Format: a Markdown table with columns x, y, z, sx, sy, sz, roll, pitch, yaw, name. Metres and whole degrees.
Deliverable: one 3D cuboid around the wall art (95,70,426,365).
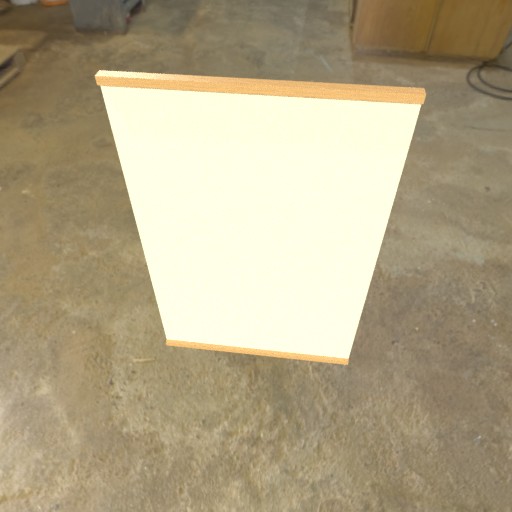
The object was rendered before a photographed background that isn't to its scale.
| x | y | z | sx | sy | sz | roll | pitch | yaw | name |
| --- | --- | --- | --- | --- | --- | --- | --- | --- | --- |
| 0.000 | 0.000 | 1.875 | 0.991 | 1.510 | 0.040 | 5 | 46 | 5 | wall art |
